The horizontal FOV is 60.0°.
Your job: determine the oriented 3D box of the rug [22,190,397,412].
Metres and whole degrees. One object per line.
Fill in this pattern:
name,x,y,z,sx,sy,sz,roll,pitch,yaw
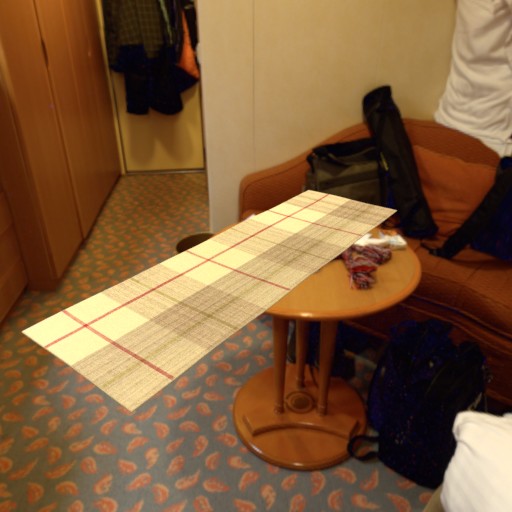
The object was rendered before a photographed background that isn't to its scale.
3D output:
rug,0.000,0.000,2.627,0.762,0.013,2.439,19,33,33
